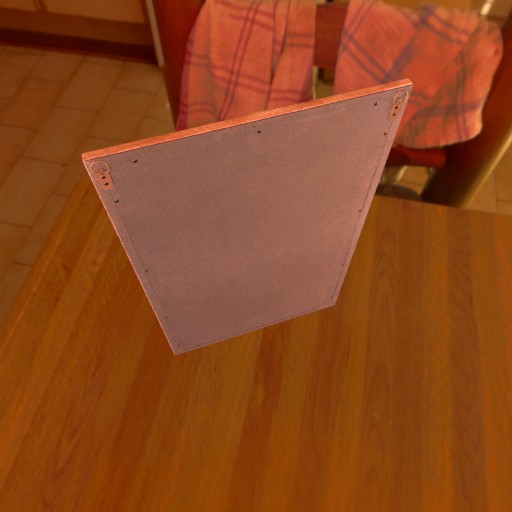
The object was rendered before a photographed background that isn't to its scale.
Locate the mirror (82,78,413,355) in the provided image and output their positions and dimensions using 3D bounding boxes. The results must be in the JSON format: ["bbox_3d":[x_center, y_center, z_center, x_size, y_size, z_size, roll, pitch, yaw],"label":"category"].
[{"bbox_3d":[0.000,0.000,0.973,0.495,0.787,0.058,-16,60,-10],"label":"mirror"}]
